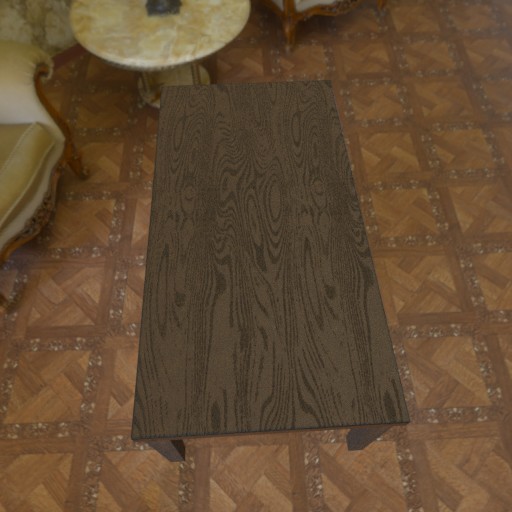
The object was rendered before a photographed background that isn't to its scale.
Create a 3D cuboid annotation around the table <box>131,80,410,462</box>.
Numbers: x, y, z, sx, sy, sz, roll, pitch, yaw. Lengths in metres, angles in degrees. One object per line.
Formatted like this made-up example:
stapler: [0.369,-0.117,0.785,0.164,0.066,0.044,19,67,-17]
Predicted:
table: [0.000,0.000,2.451,1.016,0.762,1.981,-3,58,-2]
